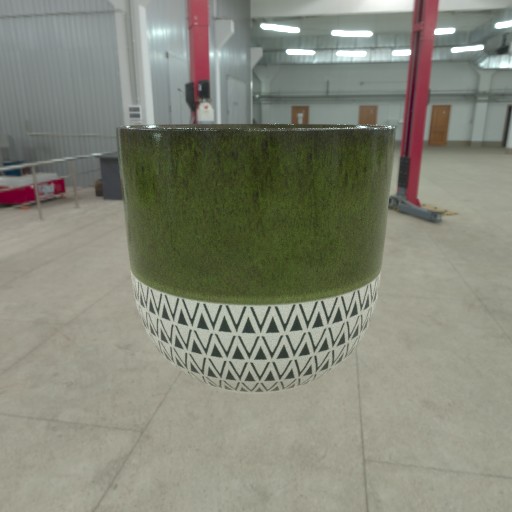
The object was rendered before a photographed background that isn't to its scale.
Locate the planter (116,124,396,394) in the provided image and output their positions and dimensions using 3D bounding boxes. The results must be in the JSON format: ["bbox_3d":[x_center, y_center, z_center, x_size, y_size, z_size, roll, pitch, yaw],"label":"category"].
[{"bbox_3d":[0.000,0.000,0.478,0.266,0.270,0.266,0,17,0],"label":"planter"}]
